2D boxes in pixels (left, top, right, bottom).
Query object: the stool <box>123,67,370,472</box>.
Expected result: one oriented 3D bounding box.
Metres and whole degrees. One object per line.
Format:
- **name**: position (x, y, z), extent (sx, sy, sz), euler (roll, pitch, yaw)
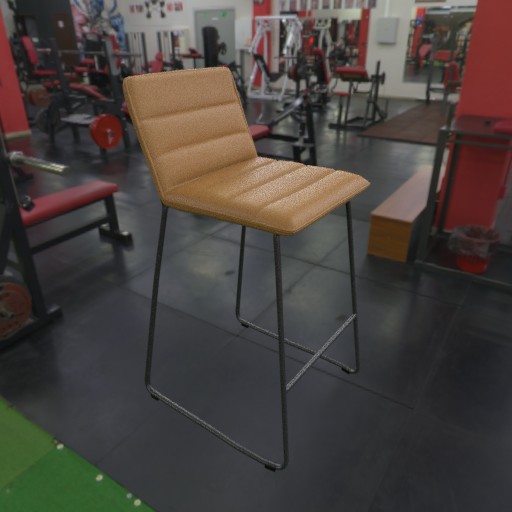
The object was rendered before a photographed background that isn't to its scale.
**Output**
- **stool**: position (0.000, 0.000, 1.234), extent (0.524, 0.936, 0.489), euler (19, 33, 32)
